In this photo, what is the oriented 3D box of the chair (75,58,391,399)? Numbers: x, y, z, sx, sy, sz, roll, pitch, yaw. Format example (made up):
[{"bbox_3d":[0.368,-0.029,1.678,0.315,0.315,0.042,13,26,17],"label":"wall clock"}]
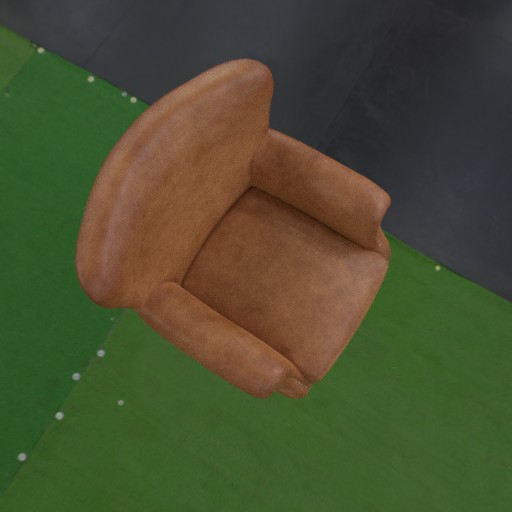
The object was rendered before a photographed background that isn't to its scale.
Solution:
[{"bbox_3d":[0.000,0.000,1.640,0.921,0.936,0.861,33,79,7],"label":"chair"}]
